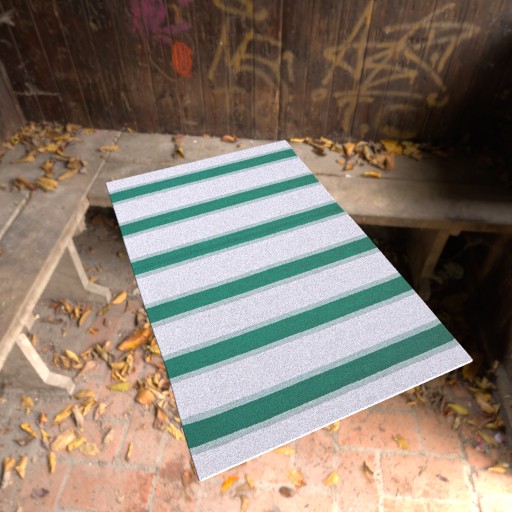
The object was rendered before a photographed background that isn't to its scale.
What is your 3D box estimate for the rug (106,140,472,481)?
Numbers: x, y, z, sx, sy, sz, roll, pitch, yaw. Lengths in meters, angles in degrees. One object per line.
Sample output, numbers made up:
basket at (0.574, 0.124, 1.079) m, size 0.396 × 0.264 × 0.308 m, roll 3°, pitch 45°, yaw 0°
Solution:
rug at (0.000, 0.000, 2.280) m, size 1.210 × 0.012 × 1.829 m, roll -17°, pitch 49°, yaw -16°
